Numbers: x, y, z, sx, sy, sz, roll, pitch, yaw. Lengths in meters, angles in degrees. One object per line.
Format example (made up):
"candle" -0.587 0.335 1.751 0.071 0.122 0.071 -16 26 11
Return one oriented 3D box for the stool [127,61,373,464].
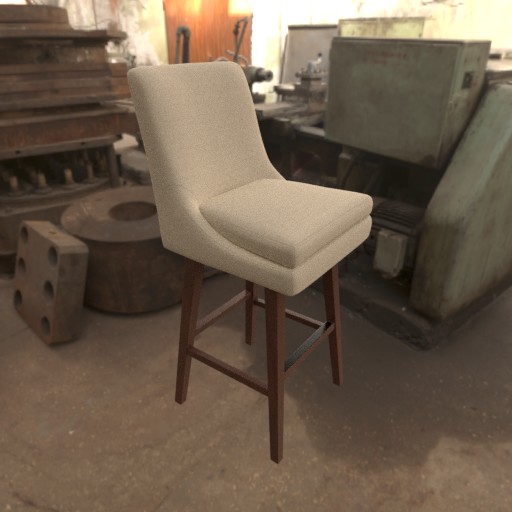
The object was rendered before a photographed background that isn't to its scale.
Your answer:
"stool" 0.000 0.000 1.388 0.559 1.093 0.483 18 31 32
